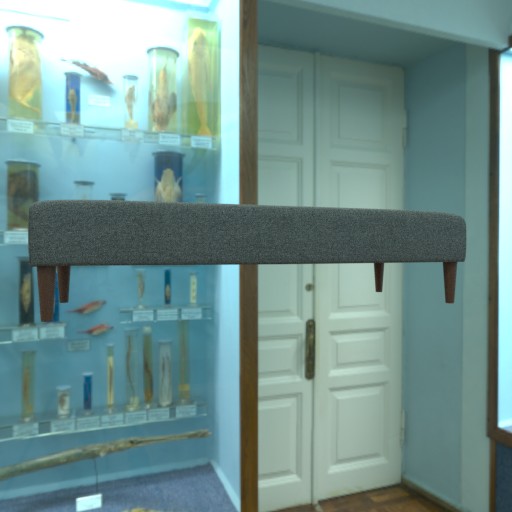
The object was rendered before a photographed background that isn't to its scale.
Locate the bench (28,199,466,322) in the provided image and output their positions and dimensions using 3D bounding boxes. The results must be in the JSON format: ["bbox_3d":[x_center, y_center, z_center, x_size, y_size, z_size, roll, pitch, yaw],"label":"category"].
[{"bbox_3d":[0.000,0.000,1.817,1.598,0.384,0.631,0,1,-18],"label":"bench"}]
